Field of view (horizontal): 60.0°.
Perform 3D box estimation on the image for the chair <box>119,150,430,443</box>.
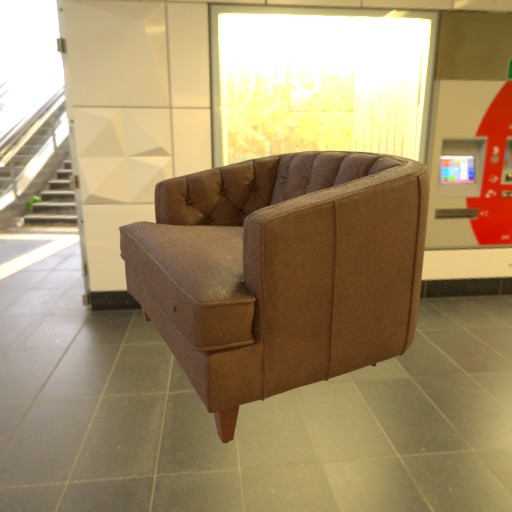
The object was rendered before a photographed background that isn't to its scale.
[{"bbox_3d":[0.000,0.000,1.722,0.914,0.787,1.118,-7,16,-25],"label":"chair"}]
